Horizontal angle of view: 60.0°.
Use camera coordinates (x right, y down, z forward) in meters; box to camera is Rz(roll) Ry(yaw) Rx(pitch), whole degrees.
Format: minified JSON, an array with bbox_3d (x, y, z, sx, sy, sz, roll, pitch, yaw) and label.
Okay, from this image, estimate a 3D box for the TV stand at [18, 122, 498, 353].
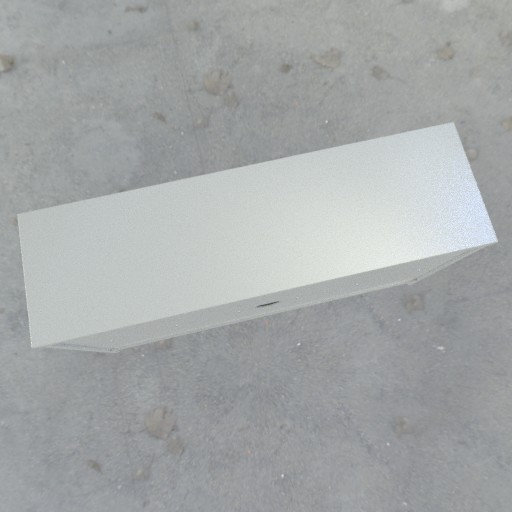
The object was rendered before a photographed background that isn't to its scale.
[{"bbox_3d":[0.000,0.000,1.411,1.167,0.603,0.344,-13,77,-3],"label":"TV stand"}]
